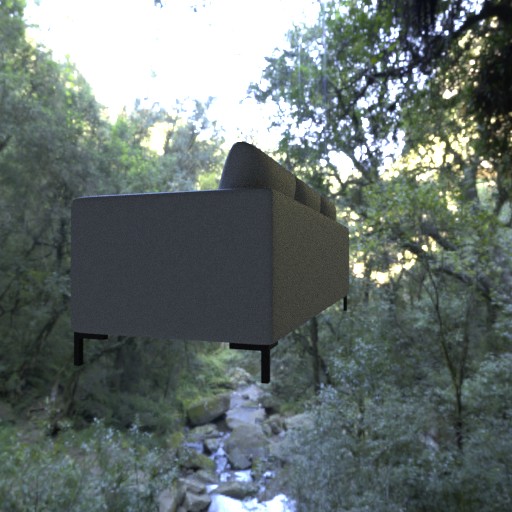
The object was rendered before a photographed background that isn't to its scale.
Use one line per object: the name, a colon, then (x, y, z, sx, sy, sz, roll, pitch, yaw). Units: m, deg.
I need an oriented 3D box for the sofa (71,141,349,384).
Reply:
sofa: (0.000, 0.000, 2.666, 0.859, 0.874, 2.218, 0, 0, 19)
